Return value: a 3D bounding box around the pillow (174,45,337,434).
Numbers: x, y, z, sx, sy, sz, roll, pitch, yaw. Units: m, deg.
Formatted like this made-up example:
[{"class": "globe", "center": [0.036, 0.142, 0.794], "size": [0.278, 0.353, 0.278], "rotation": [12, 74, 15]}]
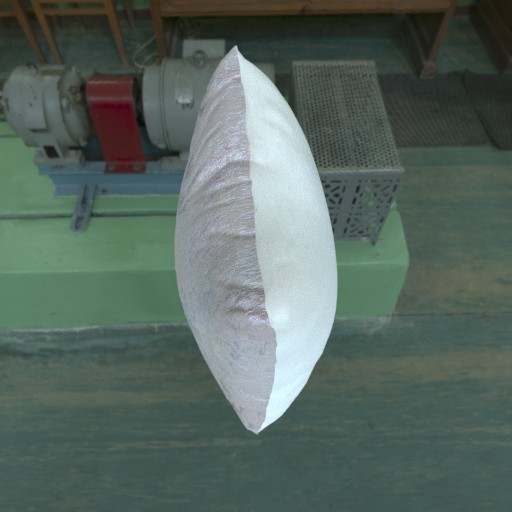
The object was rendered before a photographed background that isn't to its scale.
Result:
[{"class": "pillow", "center": [0.000, 0.000, 0.704], "size": [0.245, 0.448, 0.450], "rotation": [-3, 57, -2]}]
